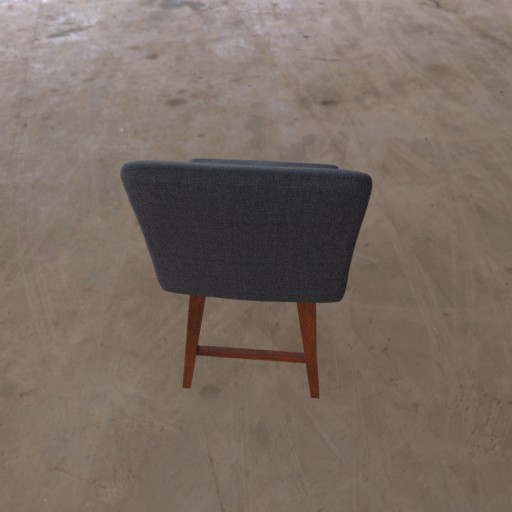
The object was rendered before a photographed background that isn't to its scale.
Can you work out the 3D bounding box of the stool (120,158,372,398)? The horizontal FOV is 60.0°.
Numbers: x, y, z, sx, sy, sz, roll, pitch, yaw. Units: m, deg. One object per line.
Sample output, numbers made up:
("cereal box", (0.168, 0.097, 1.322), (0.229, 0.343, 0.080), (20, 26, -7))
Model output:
("stool", (0.000, 0.000, 1.203), (0.467, 0.895, 0.524), (3, 46, 3))
